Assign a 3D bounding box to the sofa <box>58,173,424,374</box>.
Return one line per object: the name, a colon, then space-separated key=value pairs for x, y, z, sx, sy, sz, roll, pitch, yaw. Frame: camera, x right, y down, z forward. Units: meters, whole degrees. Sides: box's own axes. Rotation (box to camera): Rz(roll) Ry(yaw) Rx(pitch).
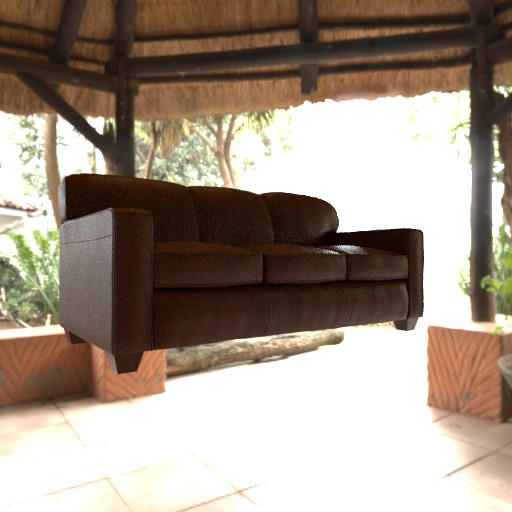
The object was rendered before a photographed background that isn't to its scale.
sofa: x=0.000 y=0.000 z=2.648 sx=2.039 sy=0.953 sz=1.008 roll=0 pitch=-1 yaw=-35
